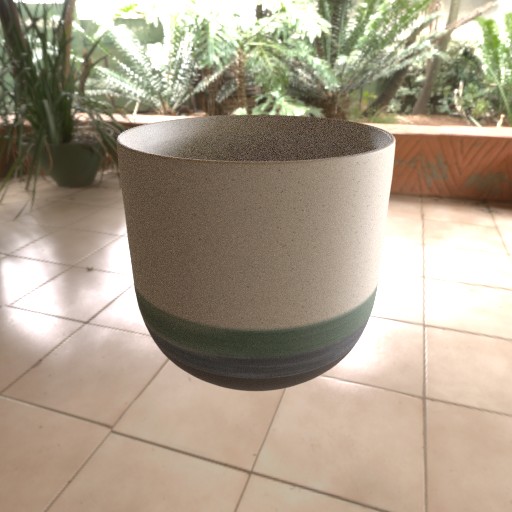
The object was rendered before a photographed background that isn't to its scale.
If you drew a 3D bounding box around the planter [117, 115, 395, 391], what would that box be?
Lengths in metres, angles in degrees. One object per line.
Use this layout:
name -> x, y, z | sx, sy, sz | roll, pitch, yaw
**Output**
planter -> 0.000, 0.000, 0.494 | 0.268, 0.270, 0.268 | 0, 25, 0
